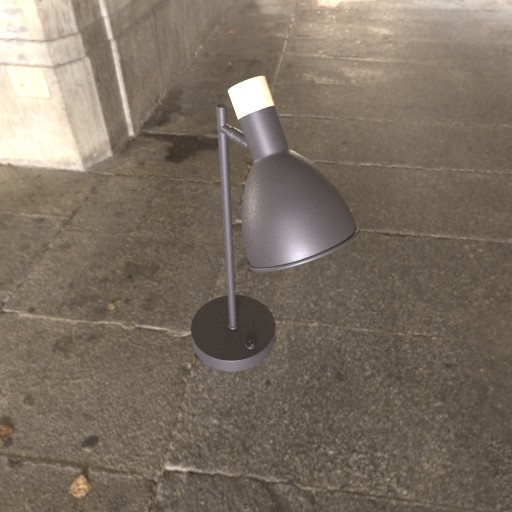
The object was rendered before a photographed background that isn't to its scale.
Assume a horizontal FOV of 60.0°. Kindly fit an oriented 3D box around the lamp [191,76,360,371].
[{"bbox_3d":[0.000,0.000,0.605,0.152,0.483,0.287,-27,48,-27],"label":"lamp"}]
